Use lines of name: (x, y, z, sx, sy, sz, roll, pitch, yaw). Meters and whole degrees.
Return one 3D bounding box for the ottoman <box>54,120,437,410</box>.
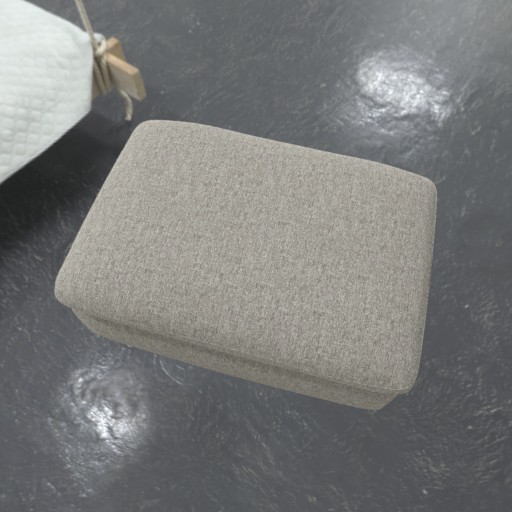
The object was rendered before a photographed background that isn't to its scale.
ottoman: (0.000, 0.000, 1.376, 0.977, 0.451, 0.694, 14, 63, 7)
